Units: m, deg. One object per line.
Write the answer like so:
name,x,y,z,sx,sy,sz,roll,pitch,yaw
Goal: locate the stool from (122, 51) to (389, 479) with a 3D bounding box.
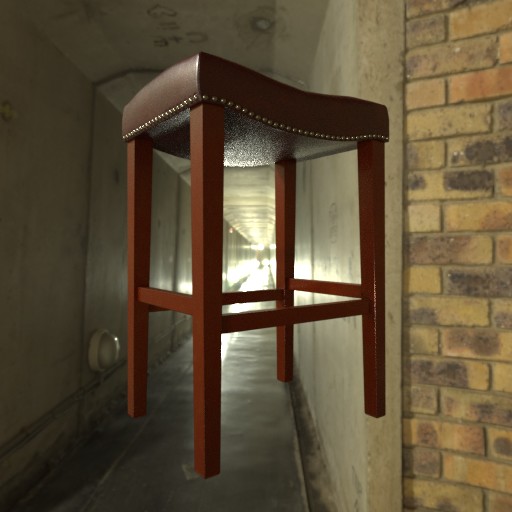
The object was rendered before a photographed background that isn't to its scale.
stool,0.000,0.000,1.024,0.504,0.742,0.372,-1,2,-36
